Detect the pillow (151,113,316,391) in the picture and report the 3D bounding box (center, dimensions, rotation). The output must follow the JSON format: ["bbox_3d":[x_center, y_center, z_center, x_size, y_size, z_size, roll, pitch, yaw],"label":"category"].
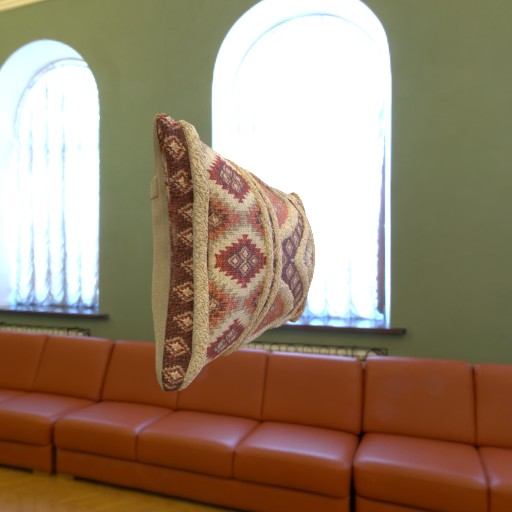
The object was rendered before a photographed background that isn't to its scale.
[{"bbox_3d":[0.000,0.000,0.725,0.161,0.295,0.608,0,-1,18],"label":"pillow"}]
